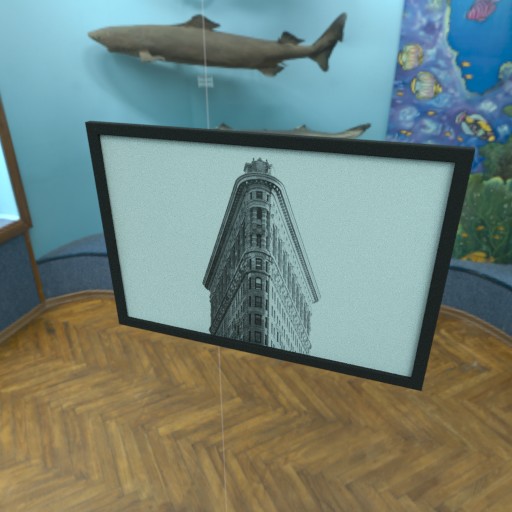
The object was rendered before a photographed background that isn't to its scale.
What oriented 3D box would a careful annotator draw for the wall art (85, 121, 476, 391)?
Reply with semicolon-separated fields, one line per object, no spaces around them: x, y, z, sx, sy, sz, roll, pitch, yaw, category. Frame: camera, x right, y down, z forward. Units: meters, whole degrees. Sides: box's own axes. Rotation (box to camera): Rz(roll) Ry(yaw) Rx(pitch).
0.000;0.000;1.204;0.958;0.656;0.026;9;28;17;wall art
